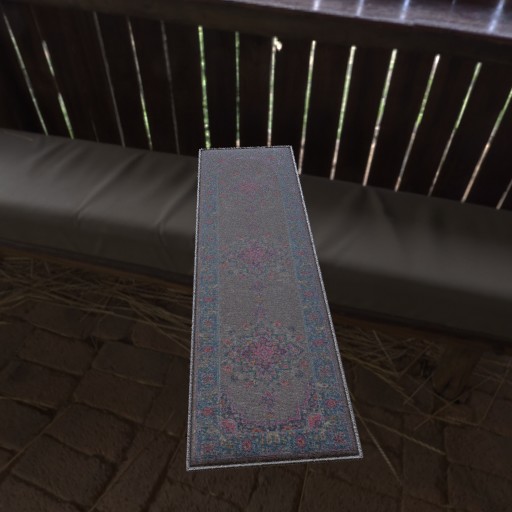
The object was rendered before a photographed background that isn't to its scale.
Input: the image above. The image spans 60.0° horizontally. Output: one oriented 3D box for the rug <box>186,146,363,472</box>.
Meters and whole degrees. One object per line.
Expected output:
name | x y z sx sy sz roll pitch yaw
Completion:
rug | 0.000 0.000 2.011 0.553 0.012 1.827 -3 45 -3
